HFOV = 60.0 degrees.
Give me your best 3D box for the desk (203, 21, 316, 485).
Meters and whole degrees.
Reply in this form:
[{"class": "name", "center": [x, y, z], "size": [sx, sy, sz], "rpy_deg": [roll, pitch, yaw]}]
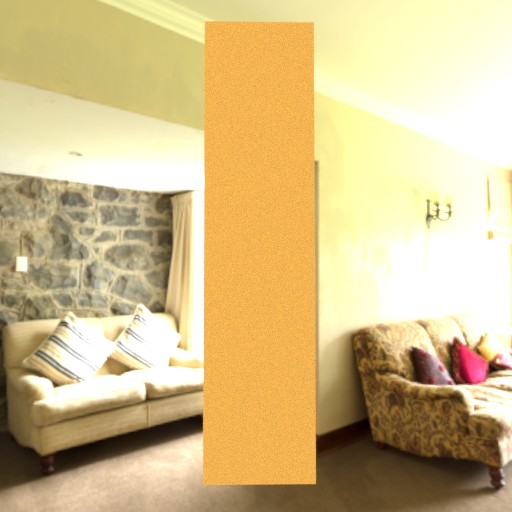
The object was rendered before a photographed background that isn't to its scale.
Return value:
[{"class": "desk", "center": [0.000, 0.000, 2.799], "size": [0.480, 2.000, 1.770], "rpy_deg": [0, -2, -1]}]
